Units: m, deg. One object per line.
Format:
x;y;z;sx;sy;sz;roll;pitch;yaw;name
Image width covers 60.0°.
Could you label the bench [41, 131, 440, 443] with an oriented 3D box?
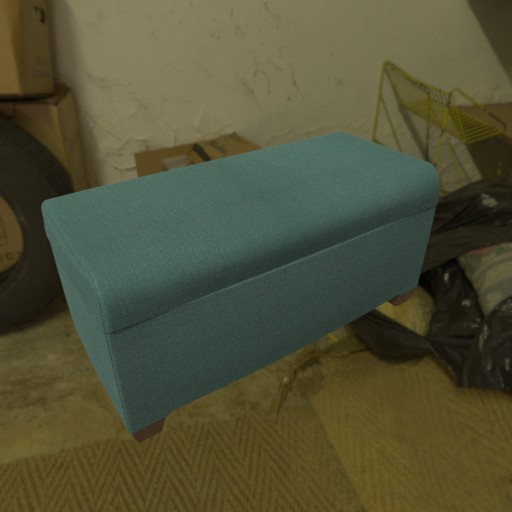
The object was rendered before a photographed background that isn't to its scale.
0.000;0.000;1.252;0.995;0.474;0.476;-20;38;-29;bench
